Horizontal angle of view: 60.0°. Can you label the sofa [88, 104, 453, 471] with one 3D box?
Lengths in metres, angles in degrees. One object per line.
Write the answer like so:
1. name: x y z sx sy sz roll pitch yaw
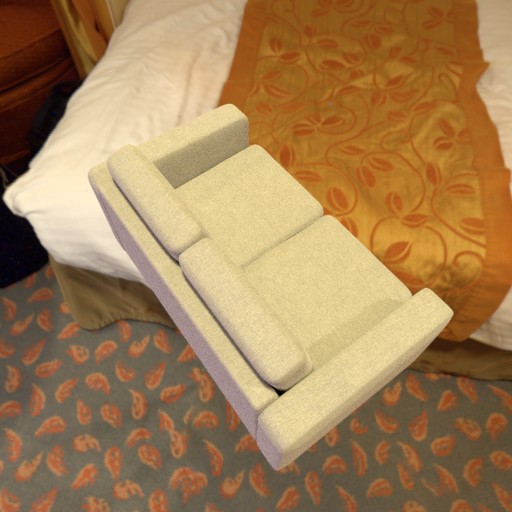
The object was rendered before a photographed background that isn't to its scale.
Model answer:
1. sofa: 0.000 0.000 2.058 0.900 0.800 1.540 -32 63 -18
